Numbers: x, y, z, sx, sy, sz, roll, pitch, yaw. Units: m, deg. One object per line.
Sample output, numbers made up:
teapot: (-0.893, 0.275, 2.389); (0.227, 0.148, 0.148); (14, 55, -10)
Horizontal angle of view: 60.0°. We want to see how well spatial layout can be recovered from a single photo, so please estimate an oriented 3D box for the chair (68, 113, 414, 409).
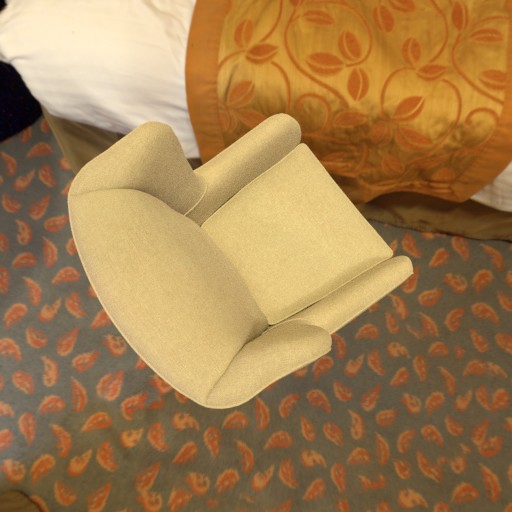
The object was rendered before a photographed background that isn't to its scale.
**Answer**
chair: (0.000, 0.000, 1.710); (0.966, 1.040, 0.838); (-35, 78, -8)
